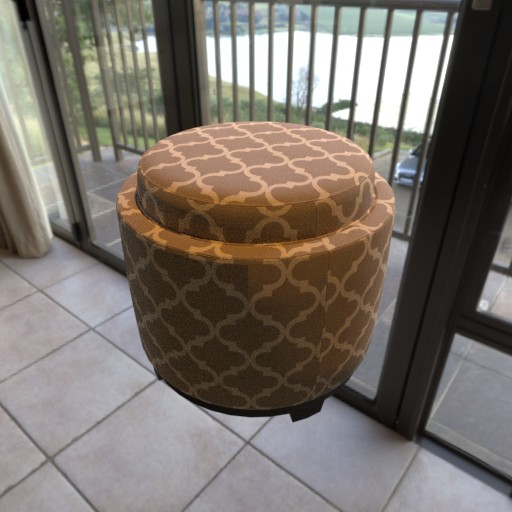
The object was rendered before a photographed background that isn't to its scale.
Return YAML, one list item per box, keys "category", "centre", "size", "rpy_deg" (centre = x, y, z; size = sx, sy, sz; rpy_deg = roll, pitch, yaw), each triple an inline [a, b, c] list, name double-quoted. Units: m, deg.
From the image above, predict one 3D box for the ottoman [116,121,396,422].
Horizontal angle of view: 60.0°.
- category: "ottoman"
  centre: [0.000, 0.000, 0.849]
  size: [0.480, 0.429, 0.480]
  rpy_deg: [0, 33, 0]
